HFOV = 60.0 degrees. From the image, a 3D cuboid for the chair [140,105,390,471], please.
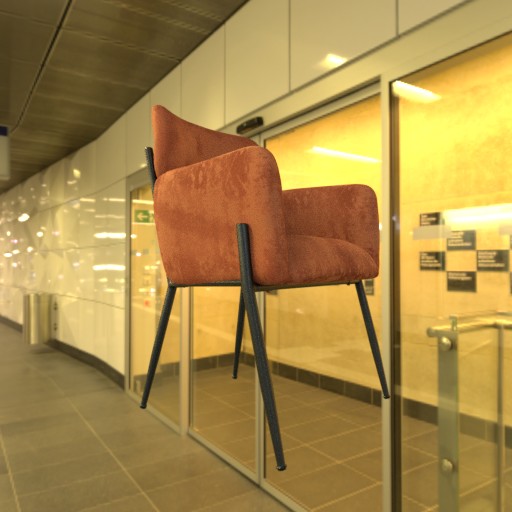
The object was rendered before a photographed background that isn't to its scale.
[{"bbox_3d":[0.000,0.000,1.146,0.523,0.772,0.561,-1,-1,36],"label":"chair"}]
